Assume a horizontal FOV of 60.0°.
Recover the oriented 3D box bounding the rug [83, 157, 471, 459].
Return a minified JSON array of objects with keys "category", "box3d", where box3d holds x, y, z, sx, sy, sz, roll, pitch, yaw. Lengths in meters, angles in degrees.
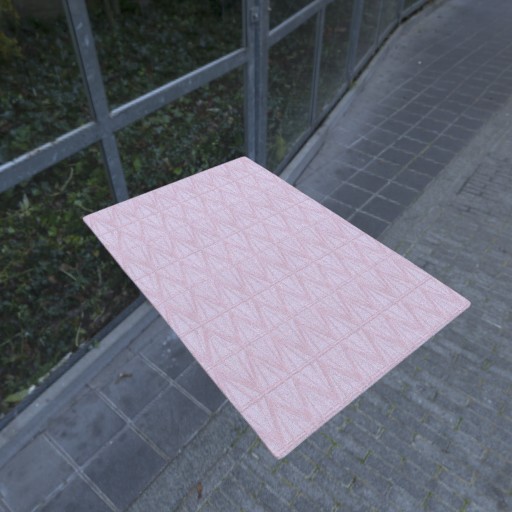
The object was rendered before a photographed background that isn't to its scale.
[{"category":"rug","box3d":[0.000,0.000,3.122,1.609,0.015,2.390,-27,48,-28]}]
